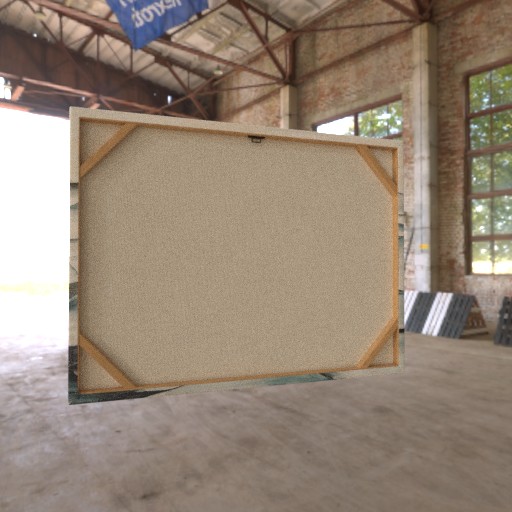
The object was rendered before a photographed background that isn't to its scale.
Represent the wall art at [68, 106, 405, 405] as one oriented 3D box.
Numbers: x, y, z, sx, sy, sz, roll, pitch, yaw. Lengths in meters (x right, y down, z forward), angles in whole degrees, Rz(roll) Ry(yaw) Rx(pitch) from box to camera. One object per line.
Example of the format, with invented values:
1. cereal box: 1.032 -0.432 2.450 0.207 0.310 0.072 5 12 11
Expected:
1. wall art: 0.000 0.000 1.566 1.219 0.915 0.039 0 -1 -19
